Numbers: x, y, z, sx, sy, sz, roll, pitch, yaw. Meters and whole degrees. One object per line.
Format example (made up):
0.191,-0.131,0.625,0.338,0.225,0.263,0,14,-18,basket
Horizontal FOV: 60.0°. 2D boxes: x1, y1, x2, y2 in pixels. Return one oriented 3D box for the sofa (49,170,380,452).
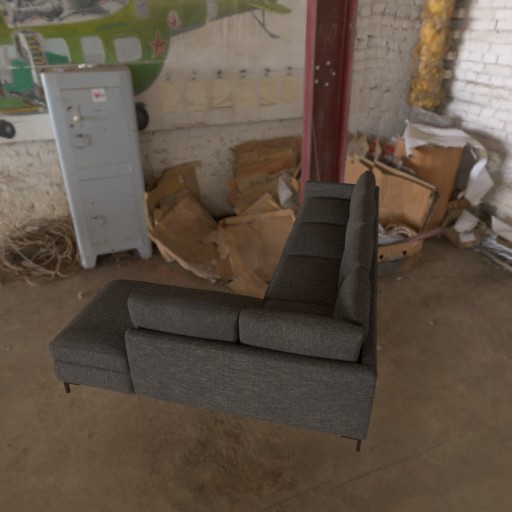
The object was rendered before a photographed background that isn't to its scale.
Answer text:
0.000,0.000,3.804,2.007,0.815,2.949,7,30,12,sofa
